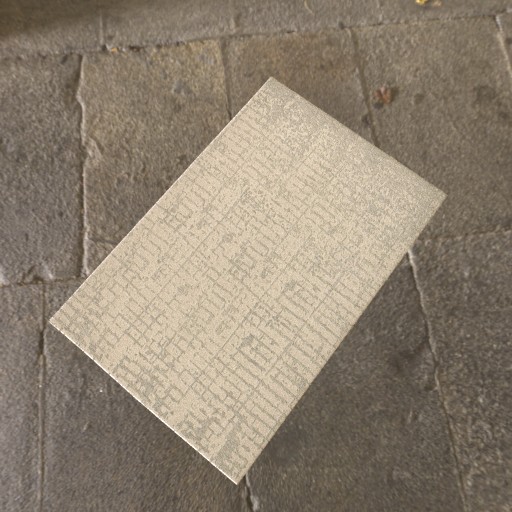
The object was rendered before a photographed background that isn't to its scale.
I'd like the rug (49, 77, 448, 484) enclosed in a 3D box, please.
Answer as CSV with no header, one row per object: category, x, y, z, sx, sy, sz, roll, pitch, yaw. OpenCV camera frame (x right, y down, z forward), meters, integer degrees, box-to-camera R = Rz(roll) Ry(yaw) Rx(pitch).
rug,0.000,0.000,2.315,1.211,0.007,1.827,37,78,9
